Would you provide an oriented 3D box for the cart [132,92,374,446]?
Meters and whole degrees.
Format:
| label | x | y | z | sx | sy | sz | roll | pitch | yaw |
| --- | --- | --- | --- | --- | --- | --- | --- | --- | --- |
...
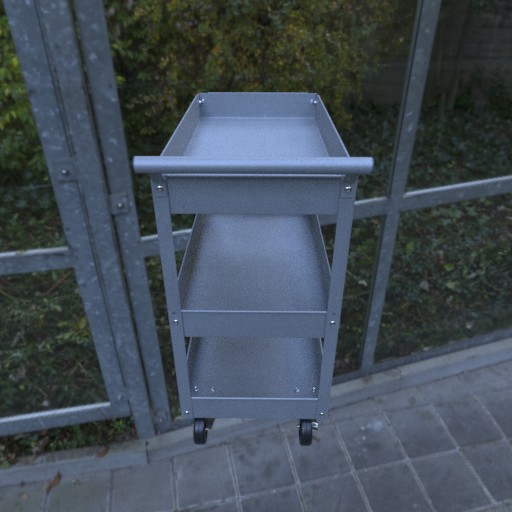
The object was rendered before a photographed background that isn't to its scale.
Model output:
| label | x | y | z | sx | sy | sz | roll | pitch | yaw |
| --- | --- | --- | --- | --- | --- | --- | --- | --- | --- |
| cart | 0.000 | 0.000 | 1.175 | 0.366 | 0.780 | 0.719 | 0 | 32 | 1 |
